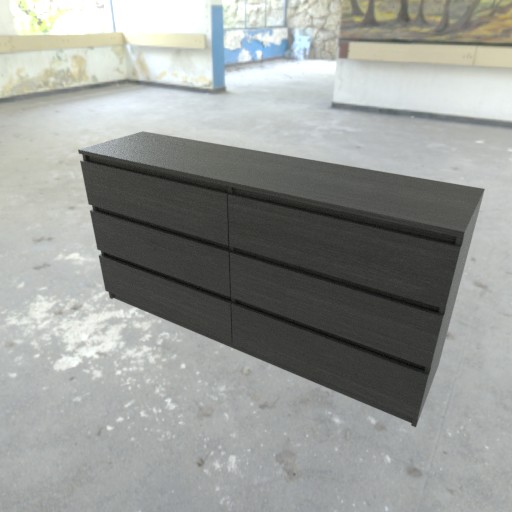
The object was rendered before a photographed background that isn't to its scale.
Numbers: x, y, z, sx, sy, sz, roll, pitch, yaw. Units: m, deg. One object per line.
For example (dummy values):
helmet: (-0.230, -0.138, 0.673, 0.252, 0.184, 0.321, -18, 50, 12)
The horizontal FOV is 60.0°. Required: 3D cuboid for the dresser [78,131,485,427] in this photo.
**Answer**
dresser: (0.000, 0.000, 1.922, 1.590, 0.795, 0.400, 17, 33, 27)
